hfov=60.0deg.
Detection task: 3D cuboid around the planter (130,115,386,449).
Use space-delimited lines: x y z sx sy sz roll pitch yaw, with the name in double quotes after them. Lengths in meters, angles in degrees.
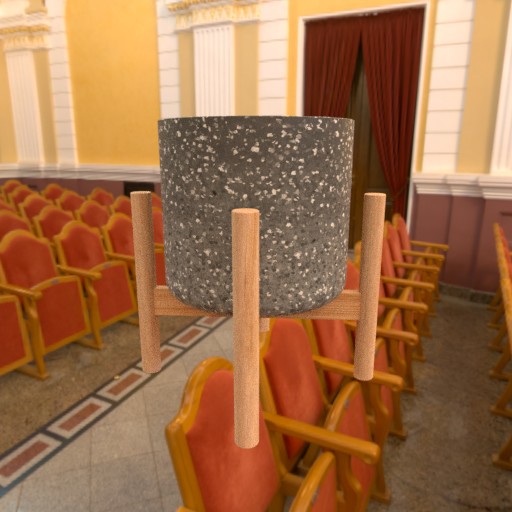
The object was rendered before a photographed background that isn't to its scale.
0.000 0.000 0.551 0.284 0.320 0.284 7 16 26 "planter"
